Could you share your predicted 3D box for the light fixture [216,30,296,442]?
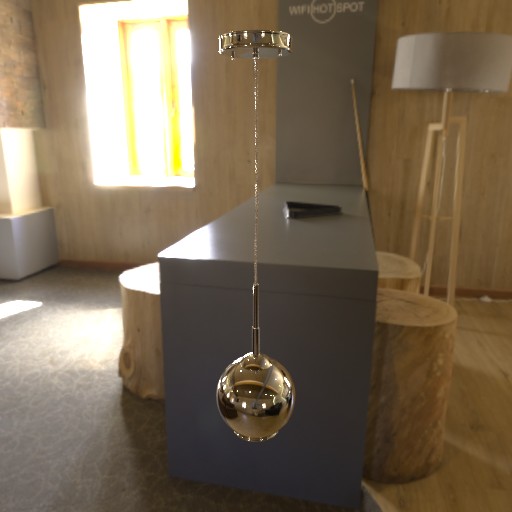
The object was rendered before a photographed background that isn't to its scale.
[{"bbox_3d":[0.000,0.000,1.713,0.336,1.538,0.336,8,18,26],"label":"light fixture"}]
